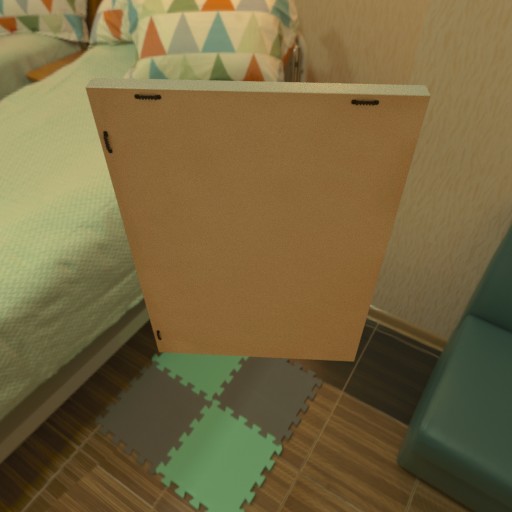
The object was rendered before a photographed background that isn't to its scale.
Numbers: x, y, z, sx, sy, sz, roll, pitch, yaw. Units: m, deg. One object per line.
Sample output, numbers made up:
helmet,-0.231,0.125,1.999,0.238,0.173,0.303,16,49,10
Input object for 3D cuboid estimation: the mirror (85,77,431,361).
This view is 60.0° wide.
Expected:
mirror,0.000,0.000,0.910,0.507,0.710,0.039,2,45,2
